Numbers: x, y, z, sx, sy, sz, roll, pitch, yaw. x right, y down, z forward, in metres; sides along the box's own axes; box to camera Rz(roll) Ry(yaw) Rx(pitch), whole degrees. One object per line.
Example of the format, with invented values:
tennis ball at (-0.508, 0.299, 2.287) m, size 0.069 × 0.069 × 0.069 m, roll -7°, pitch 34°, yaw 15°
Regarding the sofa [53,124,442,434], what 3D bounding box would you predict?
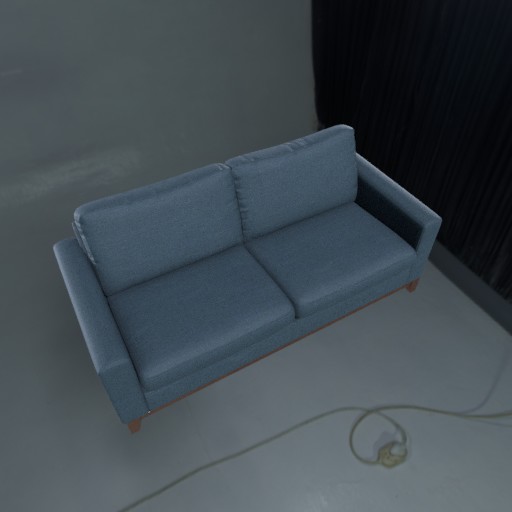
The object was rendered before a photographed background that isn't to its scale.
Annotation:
sofa at (0.000, 0.000, 2.439) m, size 1.900 × 0.865 × 0.877 m, roll -22°, pitch 50°, yaw -20°
